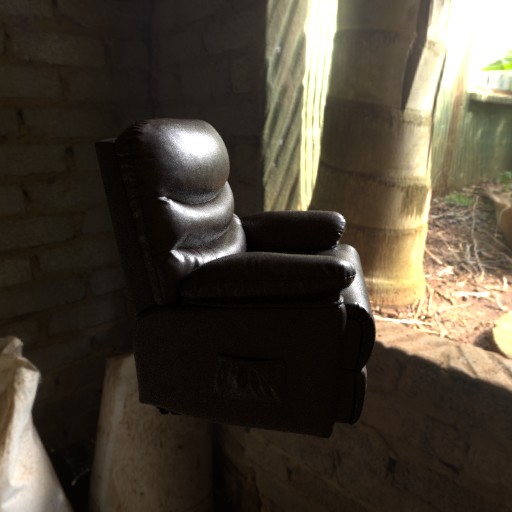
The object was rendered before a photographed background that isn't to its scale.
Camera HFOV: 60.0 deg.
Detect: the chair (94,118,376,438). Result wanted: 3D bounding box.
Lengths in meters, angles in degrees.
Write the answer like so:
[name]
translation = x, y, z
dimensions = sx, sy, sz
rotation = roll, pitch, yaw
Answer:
[chair]
translation = 0.000, 0.000, 1.754
dimensions = 0.879, 1.041, 0.940
rotation = 3, 17, 8
